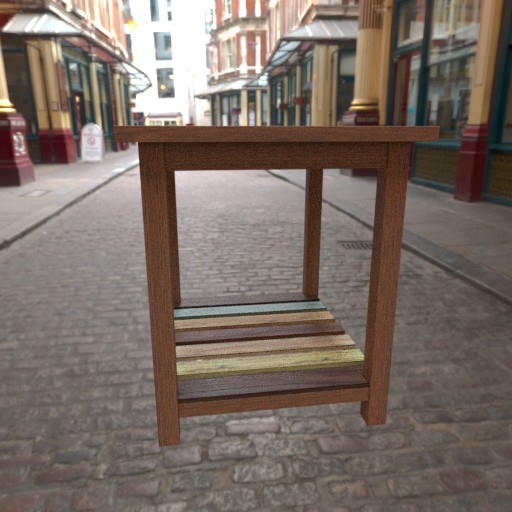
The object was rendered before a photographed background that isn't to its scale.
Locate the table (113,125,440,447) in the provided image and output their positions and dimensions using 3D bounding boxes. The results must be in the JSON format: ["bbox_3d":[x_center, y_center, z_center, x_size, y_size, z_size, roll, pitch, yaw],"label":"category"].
[{"bbox_3d":[0.000,0.000,1.144,0.559,0.635,0.660,-2,16,-8],"label":"table"}]
